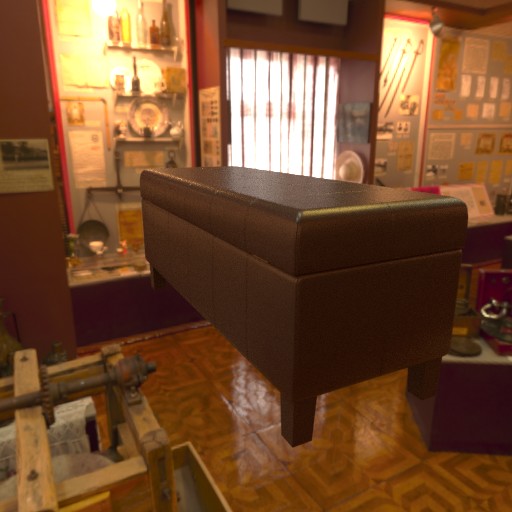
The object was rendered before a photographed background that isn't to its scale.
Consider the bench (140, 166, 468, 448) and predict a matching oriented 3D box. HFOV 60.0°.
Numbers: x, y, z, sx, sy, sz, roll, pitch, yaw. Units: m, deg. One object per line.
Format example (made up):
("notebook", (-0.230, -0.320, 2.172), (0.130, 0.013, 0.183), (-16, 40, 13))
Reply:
("bench", (0.000, 0.000, 1.324), (0.429, 0.457, 1.092), (-8, 17, -26))
